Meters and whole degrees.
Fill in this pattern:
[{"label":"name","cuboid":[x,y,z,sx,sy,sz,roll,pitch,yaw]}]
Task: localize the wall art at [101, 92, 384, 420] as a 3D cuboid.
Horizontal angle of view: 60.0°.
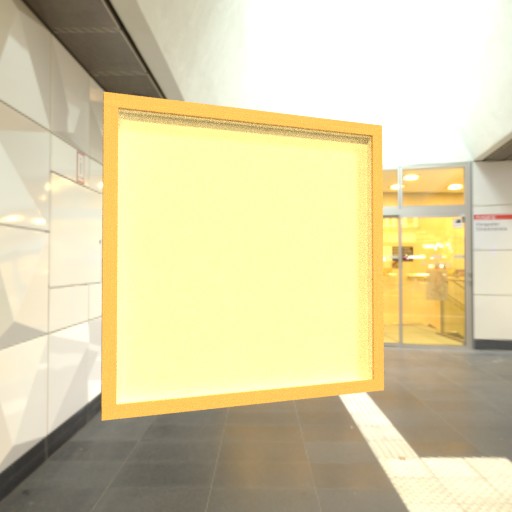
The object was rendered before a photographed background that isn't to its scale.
[{"label":"wall art","cuboid":[0.000,0.000,1.394,0.914,0.914,0.038,0,-1,-19]}]
